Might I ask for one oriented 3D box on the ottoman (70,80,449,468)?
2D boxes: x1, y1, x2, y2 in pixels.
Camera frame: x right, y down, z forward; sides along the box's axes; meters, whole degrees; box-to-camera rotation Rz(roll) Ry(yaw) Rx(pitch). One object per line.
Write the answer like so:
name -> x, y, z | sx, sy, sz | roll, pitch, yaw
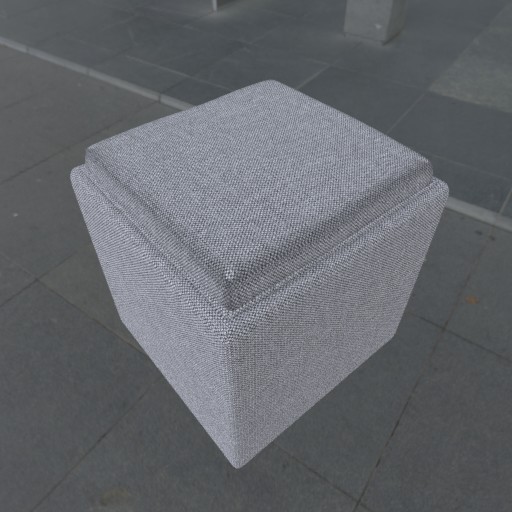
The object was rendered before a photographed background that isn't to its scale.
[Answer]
ottoman -> 0.000, 0.000, 0.839 | 0.454, 0.487, 0.436 | -31, 53, -27
